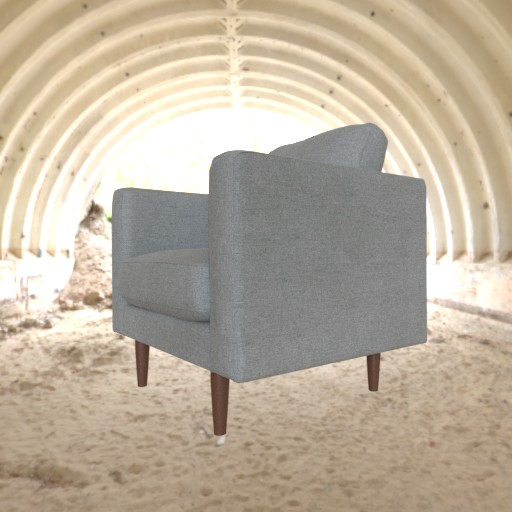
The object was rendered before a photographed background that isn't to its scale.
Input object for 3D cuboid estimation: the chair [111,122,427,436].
[{"bbox_3d":[0.000,0.000,1.553,0.800,0.927,0.855,0,0,-36],"label":"chair"}]
